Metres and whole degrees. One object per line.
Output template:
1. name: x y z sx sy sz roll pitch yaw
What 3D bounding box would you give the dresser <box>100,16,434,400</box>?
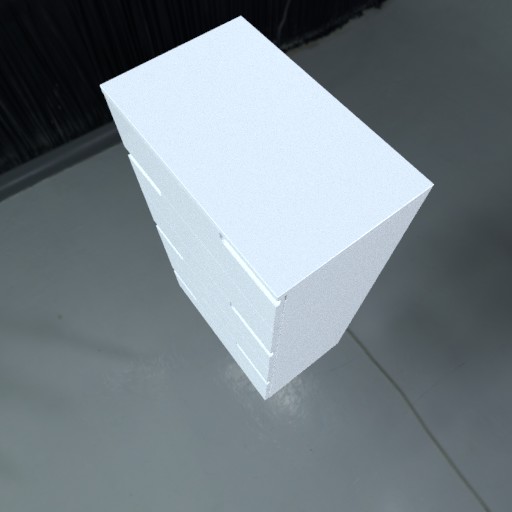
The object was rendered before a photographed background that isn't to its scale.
1. dresser: 0.000 0.000 1.479 0.400 1.190 0.650 -34 68 -16
